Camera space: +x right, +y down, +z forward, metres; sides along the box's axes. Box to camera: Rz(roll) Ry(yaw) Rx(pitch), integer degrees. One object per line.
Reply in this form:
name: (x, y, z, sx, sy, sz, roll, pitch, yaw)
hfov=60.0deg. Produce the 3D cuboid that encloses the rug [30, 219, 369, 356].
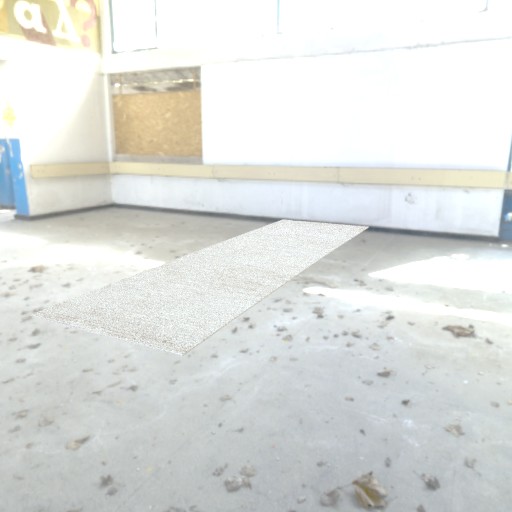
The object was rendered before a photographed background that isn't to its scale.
rug: (0.000, 0.000, 2.519, 0.712, 0.013, 2.346, 8, 17, 27)
